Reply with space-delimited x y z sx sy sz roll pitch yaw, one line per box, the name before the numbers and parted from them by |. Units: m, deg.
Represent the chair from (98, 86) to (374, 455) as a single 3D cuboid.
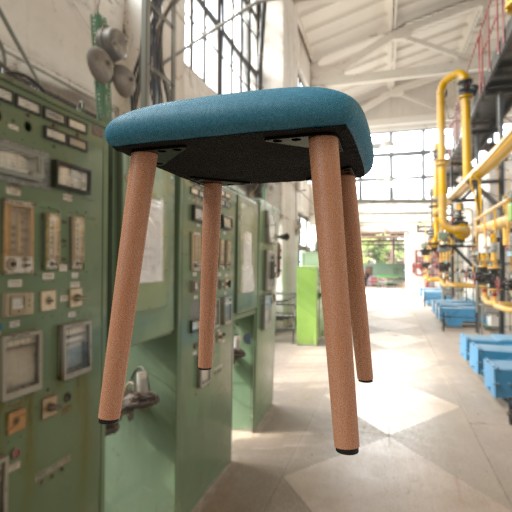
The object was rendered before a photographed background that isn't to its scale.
chair | 0.000 0.000 0.706 0.360 0.450 0.360 0 -1 18
